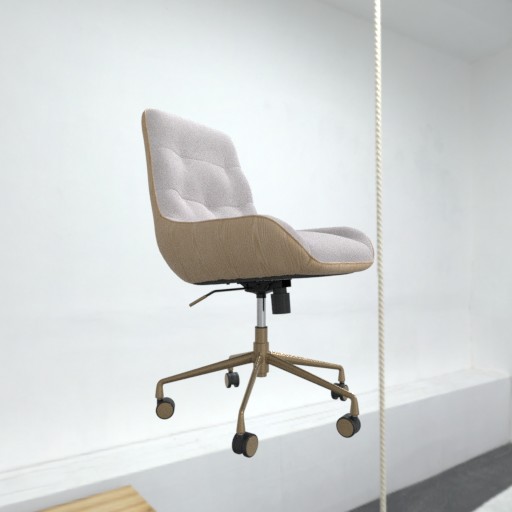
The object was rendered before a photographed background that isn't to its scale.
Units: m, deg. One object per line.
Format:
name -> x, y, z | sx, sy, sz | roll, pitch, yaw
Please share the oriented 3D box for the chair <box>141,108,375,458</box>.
chair -> 0.000, 0.000, 1.357 | 0.668, 0.952, 0.564 | 0, 0, 36
